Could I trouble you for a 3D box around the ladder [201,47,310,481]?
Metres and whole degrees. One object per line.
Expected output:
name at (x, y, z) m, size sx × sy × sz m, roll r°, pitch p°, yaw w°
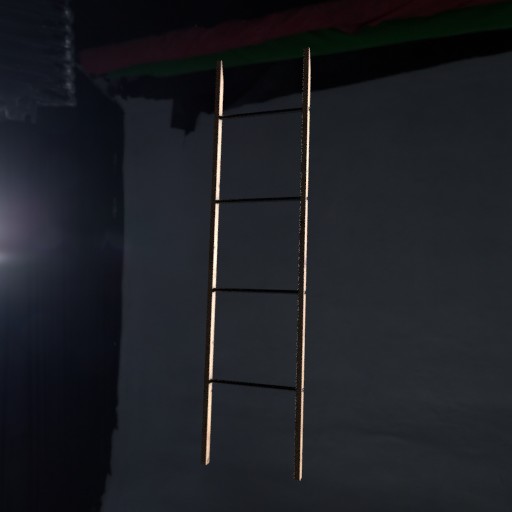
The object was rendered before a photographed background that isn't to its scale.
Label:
ladder at (0.000, 0.000, 1.928) m, size 0.442 × 1.805 × 0.200 m, roll 0°, pitch 1°, yaw 18°
